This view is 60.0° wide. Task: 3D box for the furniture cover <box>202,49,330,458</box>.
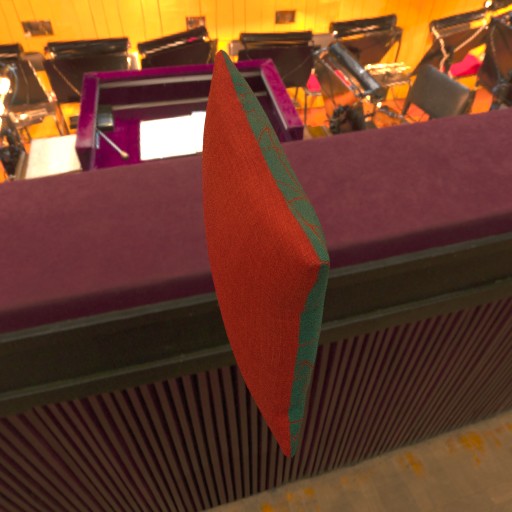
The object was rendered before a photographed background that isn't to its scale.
[{"bbox_3d":[0.000,0.000,0.768,0.158,0.508,0.517,-10,47,-9],"label":"furniture cover"}]
